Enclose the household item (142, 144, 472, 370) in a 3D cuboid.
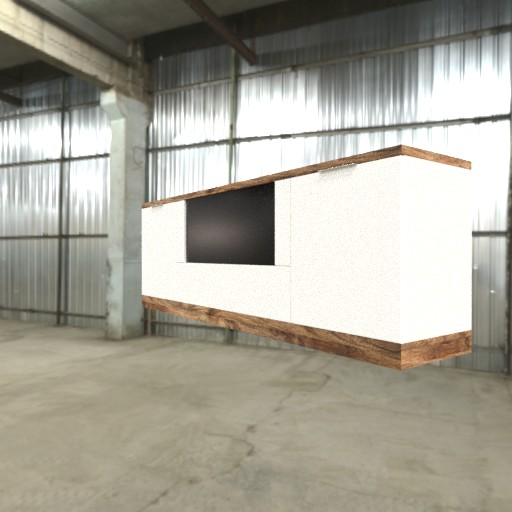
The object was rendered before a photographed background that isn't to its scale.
[{"bbox_3d":[0.000,0.000,2.031,0.390,0.615,1.800,0,0,-37],"label":"household item"}]
